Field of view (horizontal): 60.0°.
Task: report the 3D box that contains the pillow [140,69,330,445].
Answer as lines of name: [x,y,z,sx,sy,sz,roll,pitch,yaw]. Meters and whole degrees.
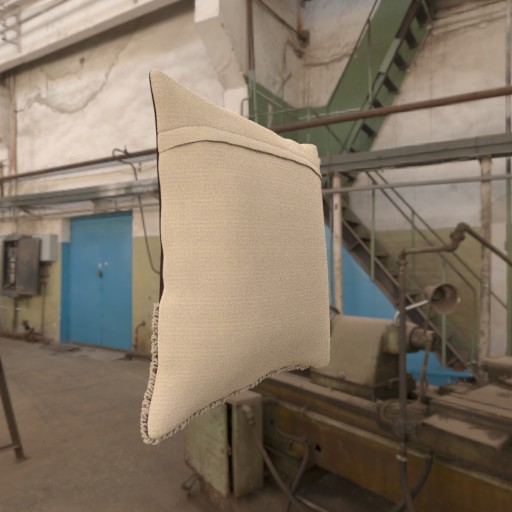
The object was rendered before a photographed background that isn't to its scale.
pillow: [0.000,0.000,0.738,0.178,0.473,0.475,0,-1,34]
